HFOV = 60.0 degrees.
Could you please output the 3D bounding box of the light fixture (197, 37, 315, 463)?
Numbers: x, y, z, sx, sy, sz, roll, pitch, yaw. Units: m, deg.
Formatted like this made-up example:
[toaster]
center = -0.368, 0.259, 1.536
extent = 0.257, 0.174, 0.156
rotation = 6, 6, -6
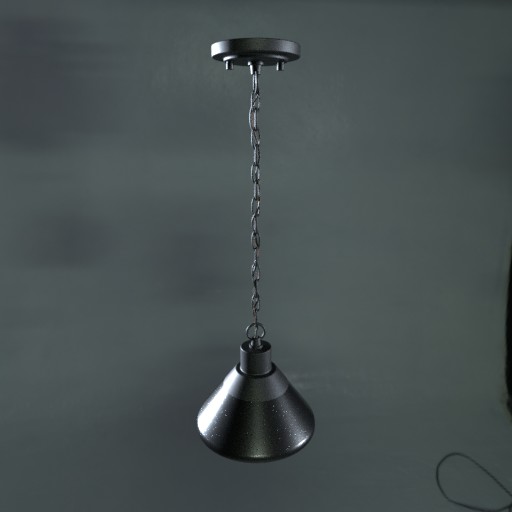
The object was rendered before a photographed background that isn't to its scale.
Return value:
[light fixture]
center = 0.000, 0.000, 0.679
extent = 0.201, 0.588, 0.201
rotation = -2, 16, -8
